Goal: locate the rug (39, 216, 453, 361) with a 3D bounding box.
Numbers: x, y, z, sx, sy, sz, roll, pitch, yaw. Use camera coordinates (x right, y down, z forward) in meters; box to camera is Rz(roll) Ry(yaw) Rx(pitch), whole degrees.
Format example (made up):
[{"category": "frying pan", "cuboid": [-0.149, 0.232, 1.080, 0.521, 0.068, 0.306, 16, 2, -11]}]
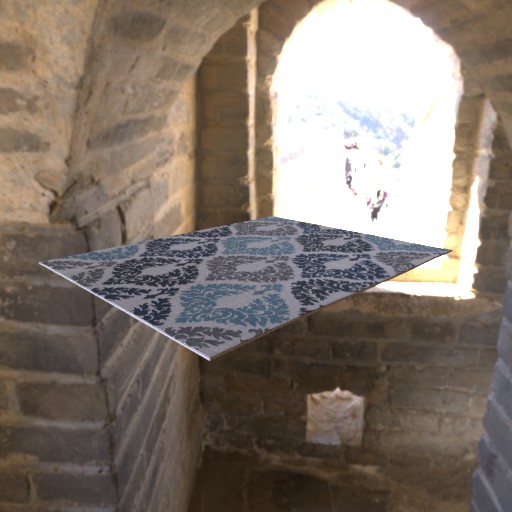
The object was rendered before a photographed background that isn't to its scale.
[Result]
[{"category": "rug", "cuboid": [0.000, 0.000, 4.131, 3.040, 0.014, 2.423, -15, 22, -42]}]
